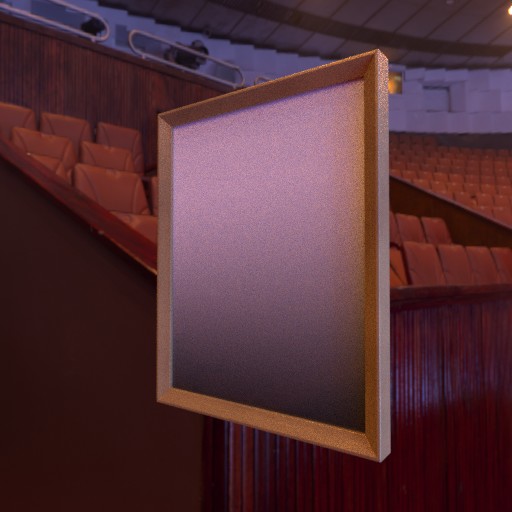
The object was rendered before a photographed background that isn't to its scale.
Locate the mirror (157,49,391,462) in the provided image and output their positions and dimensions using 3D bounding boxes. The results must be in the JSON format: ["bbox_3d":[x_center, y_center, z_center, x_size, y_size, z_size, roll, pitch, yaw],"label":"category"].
[{"bbox_3d":[0.000,0.000,0.680,0.406,0.509,0.041,-1,-1,36],"label":"mirror"}]
